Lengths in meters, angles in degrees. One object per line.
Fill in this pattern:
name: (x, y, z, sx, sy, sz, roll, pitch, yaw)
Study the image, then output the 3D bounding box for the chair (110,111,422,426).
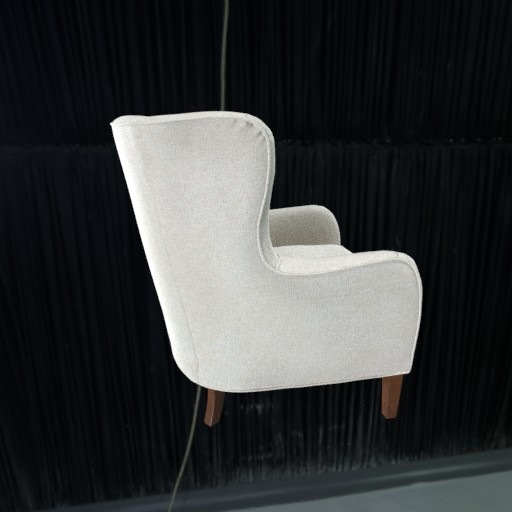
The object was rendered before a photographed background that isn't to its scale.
chair: (0.000, 0.000, 1.691, 0.966, 1.040, 0.838, -3, 18, -11)
